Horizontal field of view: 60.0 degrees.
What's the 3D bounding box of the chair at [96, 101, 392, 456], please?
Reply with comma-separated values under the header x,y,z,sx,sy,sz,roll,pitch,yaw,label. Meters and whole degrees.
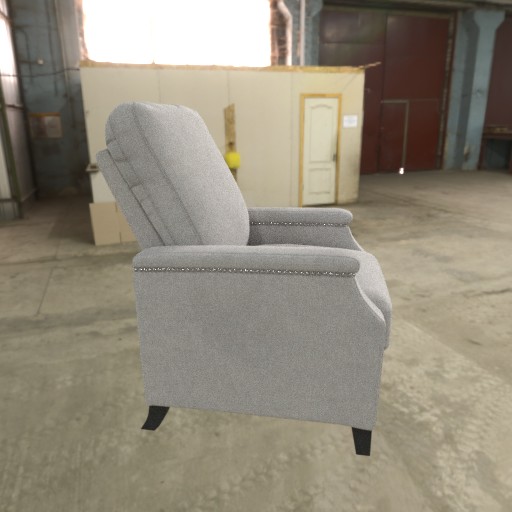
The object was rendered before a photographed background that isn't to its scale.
x,y,z,sx,sy,sz,roll,pitch,yaw,label
0.000,0.000,1.607,0.922,1.049,0.710,3,17,9,chair
